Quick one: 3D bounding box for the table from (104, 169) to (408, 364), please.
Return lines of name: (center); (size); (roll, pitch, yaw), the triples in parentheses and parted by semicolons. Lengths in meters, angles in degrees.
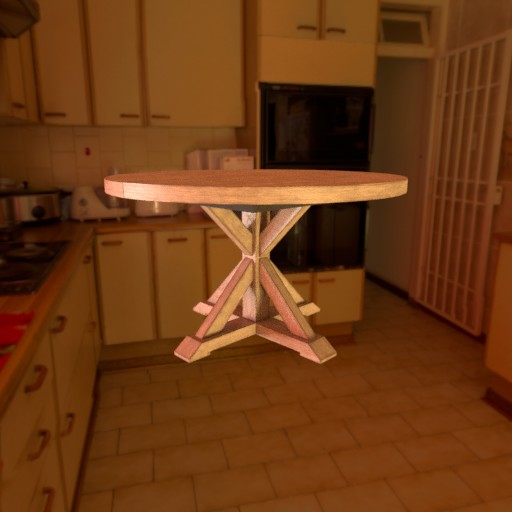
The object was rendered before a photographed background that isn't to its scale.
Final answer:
table: (0.000, 0.000, 2.179); (1.363, 0.781, 1.363); (0, 13, 0)
